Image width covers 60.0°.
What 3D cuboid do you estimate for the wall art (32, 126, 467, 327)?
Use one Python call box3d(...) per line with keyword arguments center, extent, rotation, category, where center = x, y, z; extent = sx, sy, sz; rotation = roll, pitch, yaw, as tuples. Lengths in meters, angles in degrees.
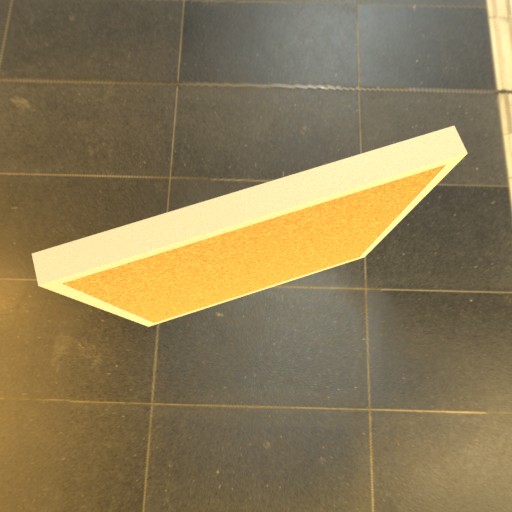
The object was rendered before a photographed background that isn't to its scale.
box3d(center=(0.000, 0.000, 0.747), extent=(0.506, 0.505, 0.038), rotation=(-18, 77, -4), category="wall art")
